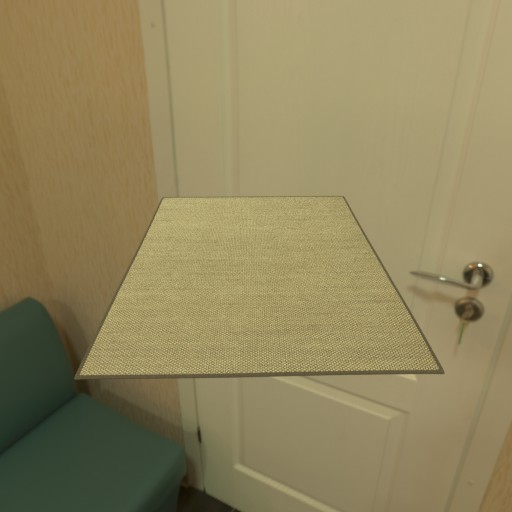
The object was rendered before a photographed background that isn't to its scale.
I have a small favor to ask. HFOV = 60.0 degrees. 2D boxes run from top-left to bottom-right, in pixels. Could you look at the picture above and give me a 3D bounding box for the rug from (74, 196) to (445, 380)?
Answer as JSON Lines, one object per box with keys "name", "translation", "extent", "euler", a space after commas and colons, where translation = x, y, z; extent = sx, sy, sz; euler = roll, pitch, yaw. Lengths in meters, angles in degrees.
{"name": "rug", "translation": [0.000, 0.000, 2.751], "extent": [1.523, 0.012, 2.133], "euler": [-1, 28, -1]}
